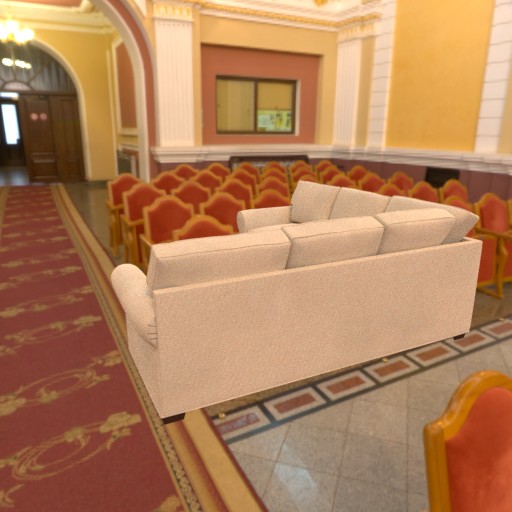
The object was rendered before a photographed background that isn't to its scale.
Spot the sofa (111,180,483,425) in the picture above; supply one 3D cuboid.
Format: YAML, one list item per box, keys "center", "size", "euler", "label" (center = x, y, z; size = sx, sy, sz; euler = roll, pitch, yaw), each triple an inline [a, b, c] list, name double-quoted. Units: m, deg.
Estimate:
- center: [0.000, 0.000, 3.899]
  size: [2.569, 1.054, 2.487]
  euler: [-8, 18, -25]
  label: "sofa"
